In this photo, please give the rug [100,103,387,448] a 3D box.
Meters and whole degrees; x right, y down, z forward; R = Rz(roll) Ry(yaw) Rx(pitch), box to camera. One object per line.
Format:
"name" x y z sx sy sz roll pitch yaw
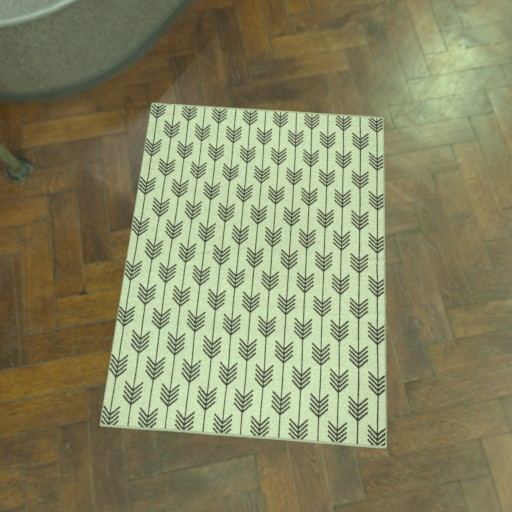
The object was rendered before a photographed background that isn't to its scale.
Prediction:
"rug" 0.000 0.000 4.011 2.330 0.010 3.061 4 74 1
